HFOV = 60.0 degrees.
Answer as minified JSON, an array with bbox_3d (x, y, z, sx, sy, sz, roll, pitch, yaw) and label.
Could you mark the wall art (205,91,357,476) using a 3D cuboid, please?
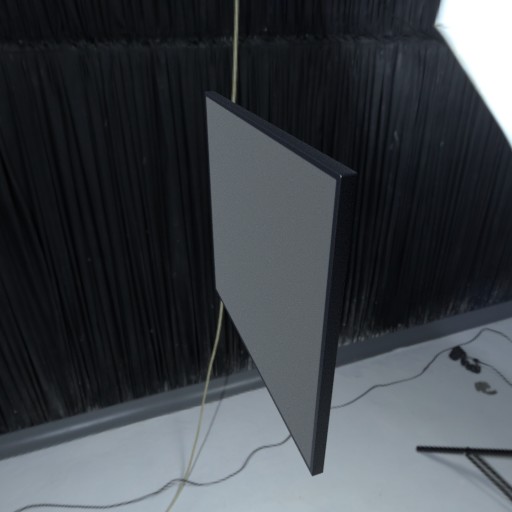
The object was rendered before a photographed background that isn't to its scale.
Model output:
[{"bbox_3d":[0.000,0.000,0.743,0.018,0.450,0.521,-10,31,-17],"label":"wall art"}]
